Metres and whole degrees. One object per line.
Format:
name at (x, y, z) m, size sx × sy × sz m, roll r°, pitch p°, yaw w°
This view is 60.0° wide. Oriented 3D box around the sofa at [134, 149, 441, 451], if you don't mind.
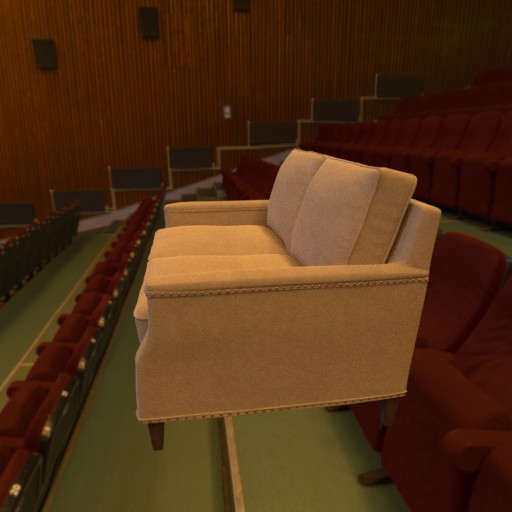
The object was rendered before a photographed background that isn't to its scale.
sofa at (0.000, 0.000, 2.244) m, size 1.084 × 1.002 × 1.597 m, roll -3°, pitch 16°, yaw -9°
